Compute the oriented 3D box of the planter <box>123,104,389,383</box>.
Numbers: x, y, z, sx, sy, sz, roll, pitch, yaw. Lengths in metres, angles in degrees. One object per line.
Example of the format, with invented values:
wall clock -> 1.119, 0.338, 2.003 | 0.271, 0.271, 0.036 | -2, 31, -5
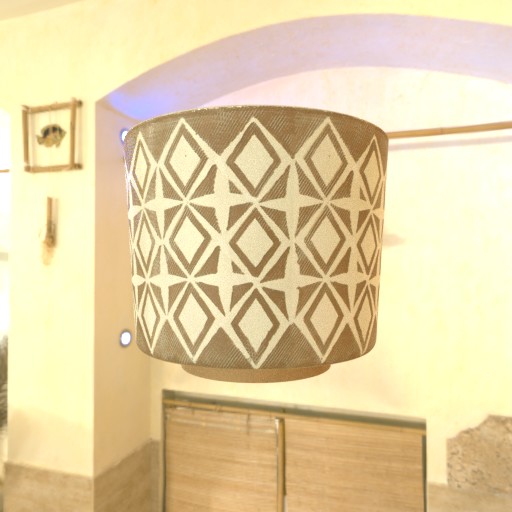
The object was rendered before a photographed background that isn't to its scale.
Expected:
planter -> 0.000, 0.000, 0.453 | 0.260, 0.220, 0.260 | 0, -1, 0
